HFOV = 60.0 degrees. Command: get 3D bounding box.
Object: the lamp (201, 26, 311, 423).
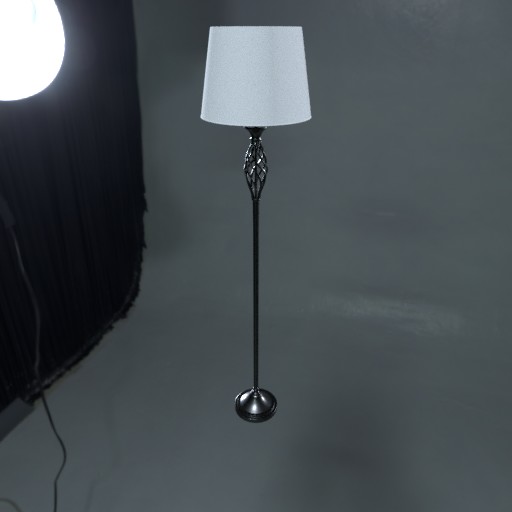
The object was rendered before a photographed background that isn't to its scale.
[{"bbox_3d":[0.000,0.000,1.768,0.379,1.623,0.379,0,27,0],"label":"lamp"}]
